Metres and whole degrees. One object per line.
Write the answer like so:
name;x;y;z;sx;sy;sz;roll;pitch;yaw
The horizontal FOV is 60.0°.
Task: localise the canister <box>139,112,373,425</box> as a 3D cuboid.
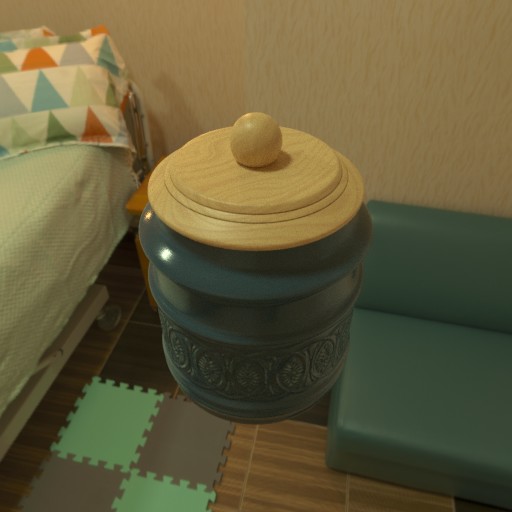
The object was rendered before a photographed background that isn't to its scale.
canister;0.000;0.000;0.269;0.130;0.176;0.130;0;40;0
